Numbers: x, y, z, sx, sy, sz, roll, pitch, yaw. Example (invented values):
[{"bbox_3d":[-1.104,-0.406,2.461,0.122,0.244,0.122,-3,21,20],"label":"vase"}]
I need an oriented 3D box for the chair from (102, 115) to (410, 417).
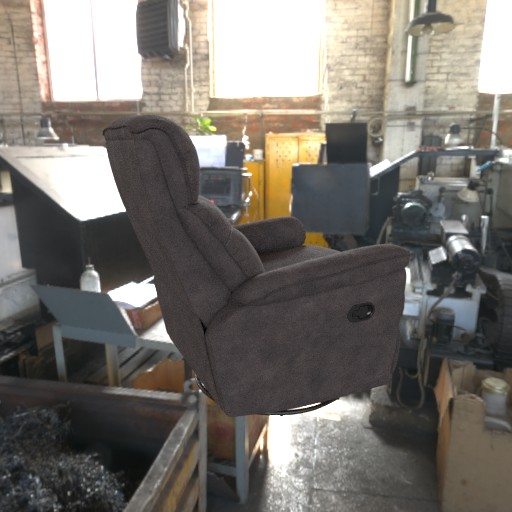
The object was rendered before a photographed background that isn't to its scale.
[{"bbox_3d":[0.000,0.000,1.731,1.009,1.035,0.830,-7,16,-25],"label":"chair"}]
